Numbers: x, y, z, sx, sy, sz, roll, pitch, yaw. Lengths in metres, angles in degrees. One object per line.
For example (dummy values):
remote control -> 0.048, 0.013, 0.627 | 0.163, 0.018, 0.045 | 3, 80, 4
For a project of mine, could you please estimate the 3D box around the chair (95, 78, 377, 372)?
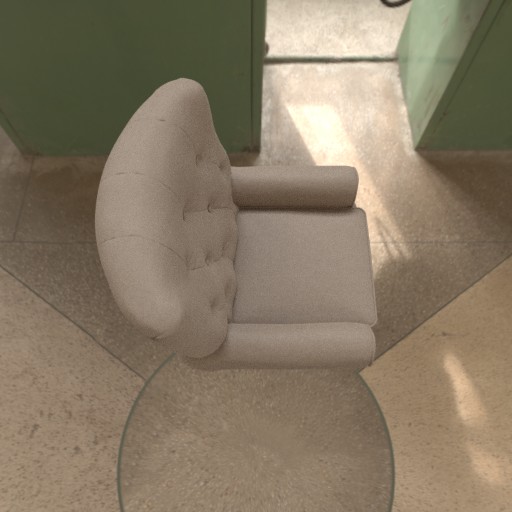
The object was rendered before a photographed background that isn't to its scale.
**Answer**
chair -> 0.000, 0.000, 1.904 | 1.041, 1.138, 0.999 | 1, 66, 0
